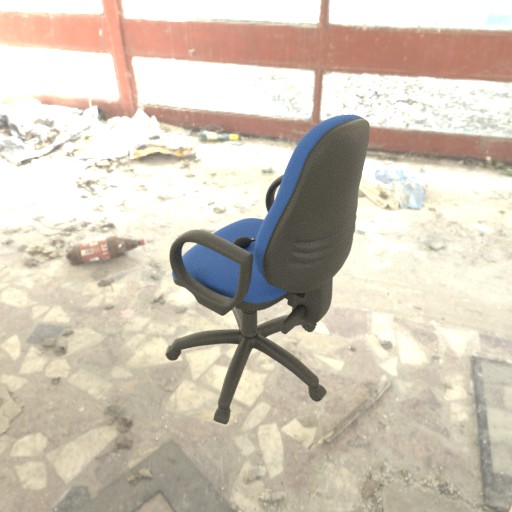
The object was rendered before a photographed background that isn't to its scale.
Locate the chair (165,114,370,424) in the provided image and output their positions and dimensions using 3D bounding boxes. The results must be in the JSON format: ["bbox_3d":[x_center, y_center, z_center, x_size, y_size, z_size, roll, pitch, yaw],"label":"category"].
[{"bbox_3d":[0.000,0.000,1.296,0.549,0.905,0.552,24,41,30],"label":"chair"}]
